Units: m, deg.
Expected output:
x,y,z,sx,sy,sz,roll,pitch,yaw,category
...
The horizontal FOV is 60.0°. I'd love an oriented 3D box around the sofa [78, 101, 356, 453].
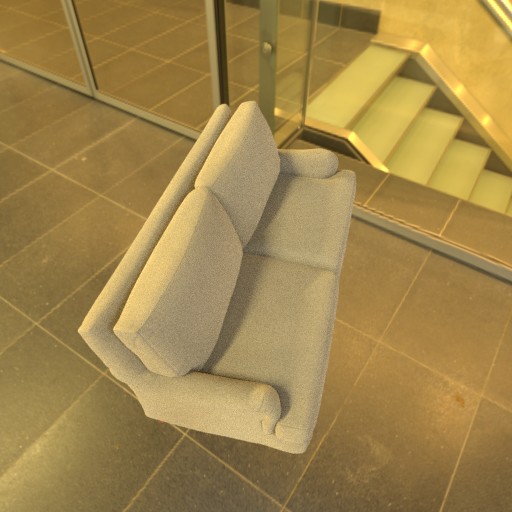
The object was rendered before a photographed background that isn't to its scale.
x,y,z,sx,sy,sz,roll,pitch,yaw,category
0.000,0.000,2.760,1.091,0.997,2.070,11,48,10,sofa
